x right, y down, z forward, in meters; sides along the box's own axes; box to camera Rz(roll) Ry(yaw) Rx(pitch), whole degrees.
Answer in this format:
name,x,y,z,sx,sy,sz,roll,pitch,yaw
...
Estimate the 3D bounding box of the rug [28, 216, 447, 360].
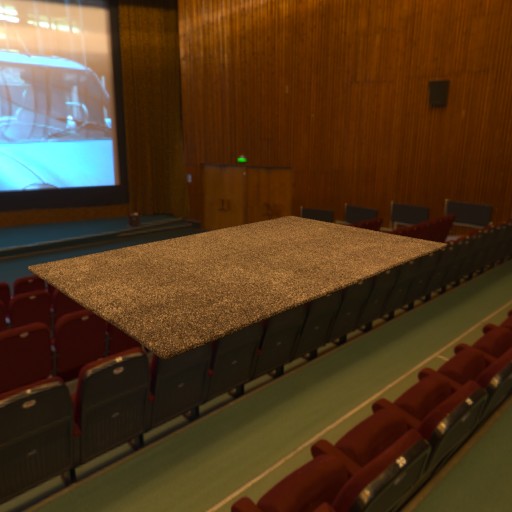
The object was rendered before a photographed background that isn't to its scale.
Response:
name,x,y,z,sx,sy,sz,roll,pitch,yaw
rug,0.000,0.000,2.902,2.352,0.025,1.501,-15,22,-42
